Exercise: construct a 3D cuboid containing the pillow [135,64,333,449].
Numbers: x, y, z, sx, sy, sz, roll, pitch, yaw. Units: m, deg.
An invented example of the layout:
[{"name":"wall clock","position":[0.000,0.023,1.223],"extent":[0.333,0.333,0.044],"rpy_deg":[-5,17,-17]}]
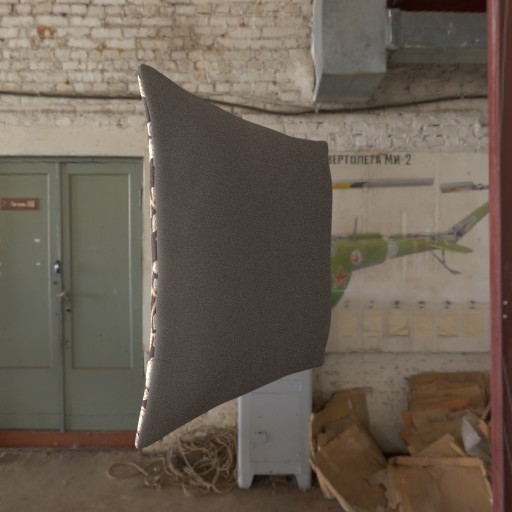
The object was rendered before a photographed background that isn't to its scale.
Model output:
[{"name":"pillow","position":[0.000,0.000,0.792],"extent":[0.166,0.507,0.526],"rpy_deg":[1,1,36]}]
